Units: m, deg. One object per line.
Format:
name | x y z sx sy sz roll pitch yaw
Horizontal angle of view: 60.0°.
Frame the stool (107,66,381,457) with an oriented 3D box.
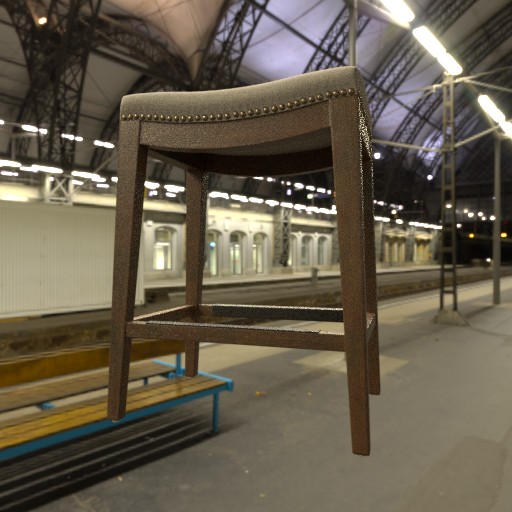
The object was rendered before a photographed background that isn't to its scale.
stool | 0.000 0.000 0.968 0.508 0.660 0.356 0 0 18
